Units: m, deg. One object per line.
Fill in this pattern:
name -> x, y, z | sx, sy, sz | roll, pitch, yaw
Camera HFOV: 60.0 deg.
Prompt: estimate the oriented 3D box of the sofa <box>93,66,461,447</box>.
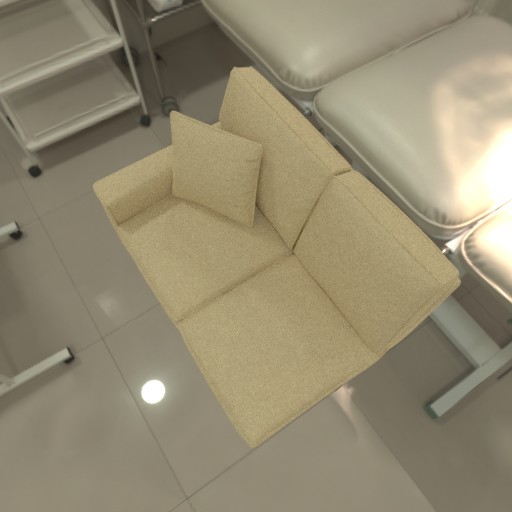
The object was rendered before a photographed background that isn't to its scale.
sofa -> 0.000, 0.000, 2.095 | 0.991, 0.989, 1.388 | -31, 67, -15
